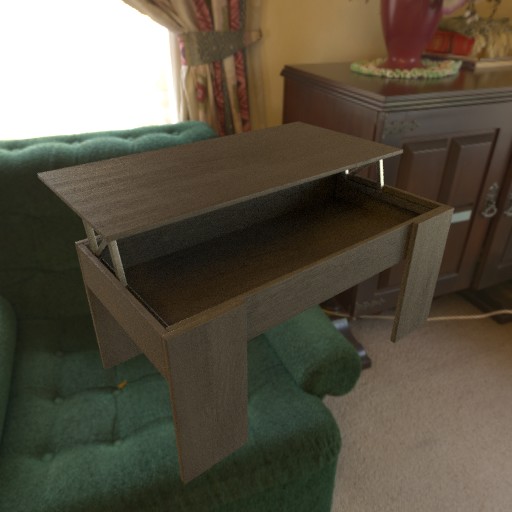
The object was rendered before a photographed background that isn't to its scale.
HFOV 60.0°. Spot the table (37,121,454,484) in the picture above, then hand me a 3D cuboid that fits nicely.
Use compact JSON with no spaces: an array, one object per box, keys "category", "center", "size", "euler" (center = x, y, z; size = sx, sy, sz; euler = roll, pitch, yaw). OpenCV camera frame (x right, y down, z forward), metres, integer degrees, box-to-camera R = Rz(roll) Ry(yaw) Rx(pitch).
[{"category":"table","center":[0.000,0.000,1.409],"size":[1.000,0.570,0.711],"euler":[-21,36,-33]}]
